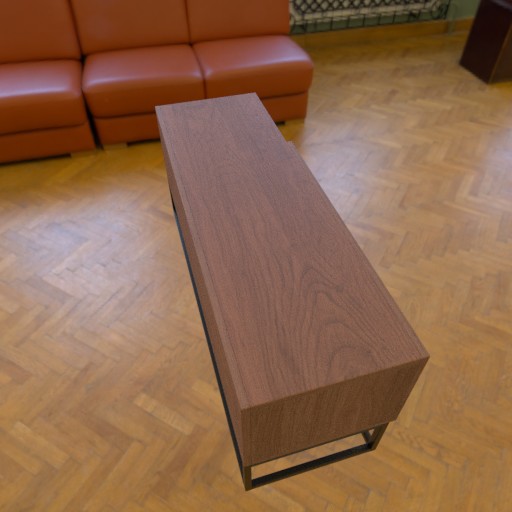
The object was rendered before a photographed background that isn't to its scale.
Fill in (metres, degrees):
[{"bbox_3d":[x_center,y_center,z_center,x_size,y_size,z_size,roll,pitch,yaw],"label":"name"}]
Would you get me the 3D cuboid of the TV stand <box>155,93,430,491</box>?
[{"bbox_3d":[0.000,0.000,1.442,0.415,0.500,1.200,-12,48,-11],"label":"TV stand"}]
